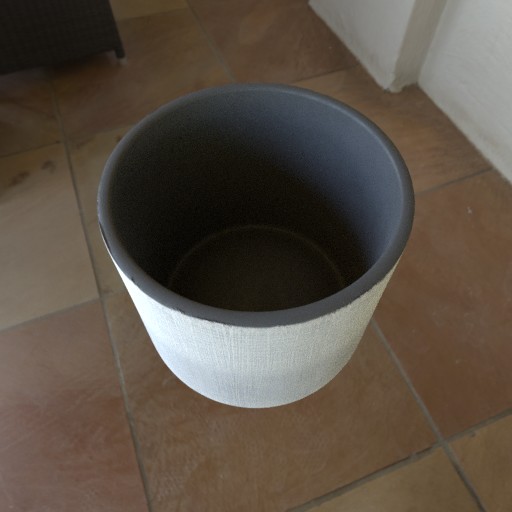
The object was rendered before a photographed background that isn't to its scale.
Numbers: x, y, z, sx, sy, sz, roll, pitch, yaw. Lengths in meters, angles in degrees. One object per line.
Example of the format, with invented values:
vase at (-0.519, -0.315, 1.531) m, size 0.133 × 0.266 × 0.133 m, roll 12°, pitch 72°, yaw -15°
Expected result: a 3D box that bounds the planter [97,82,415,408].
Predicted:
planter at (0.000, 0.000, 0.397) m, size 0.226 × 0.201 × 0.226 m, roll 0°, pitch 58°, yaw 0°
